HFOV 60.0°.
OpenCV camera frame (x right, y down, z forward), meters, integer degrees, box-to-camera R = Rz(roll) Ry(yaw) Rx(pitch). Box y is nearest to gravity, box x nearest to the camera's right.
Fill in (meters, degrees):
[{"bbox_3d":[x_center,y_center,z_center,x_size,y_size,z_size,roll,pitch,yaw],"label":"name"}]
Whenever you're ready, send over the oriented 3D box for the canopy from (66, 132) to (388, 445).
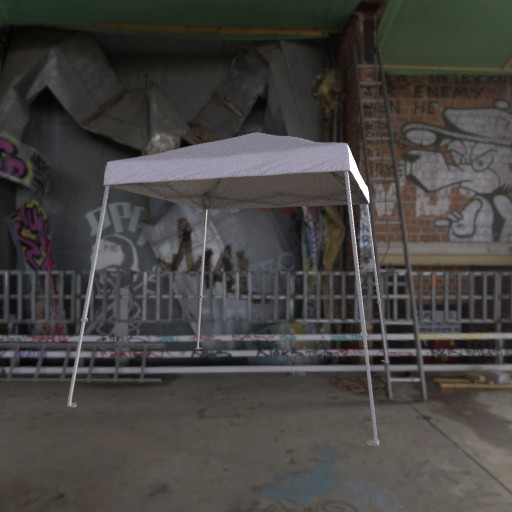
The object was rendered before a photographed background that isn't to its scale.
[{"bbox_3d":[0.000,0.000,5.114,2.849,2.850,2.850,0,0,18],"label":"canopy"}]
